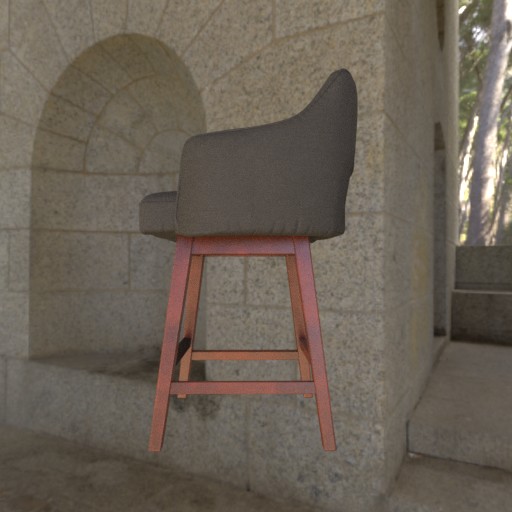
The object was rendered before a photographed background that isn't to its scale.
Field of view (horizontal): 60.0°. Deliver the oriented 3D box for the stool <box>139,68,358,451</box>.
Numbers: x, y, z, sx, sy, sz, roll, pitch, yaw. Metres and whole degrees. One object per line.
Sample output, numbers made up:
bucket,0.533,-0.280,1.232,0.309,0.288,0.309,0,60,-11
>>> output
stool,0.000,0.000,1.248,0.558,0.912,0.548,0,-1,-1
